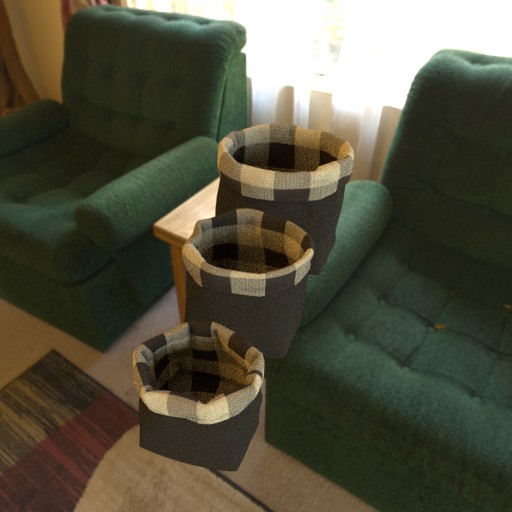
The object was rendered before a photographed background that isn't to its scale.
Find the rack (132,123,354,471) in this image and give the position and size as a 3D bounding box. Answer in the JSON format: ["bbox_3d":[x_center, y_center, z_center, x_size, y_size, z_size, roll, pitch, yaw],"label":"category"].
[{"bbox_3d":[0.000,0.000,1.064,0.370,0.329,0.889,10,40,12],"label":"rack"}]
